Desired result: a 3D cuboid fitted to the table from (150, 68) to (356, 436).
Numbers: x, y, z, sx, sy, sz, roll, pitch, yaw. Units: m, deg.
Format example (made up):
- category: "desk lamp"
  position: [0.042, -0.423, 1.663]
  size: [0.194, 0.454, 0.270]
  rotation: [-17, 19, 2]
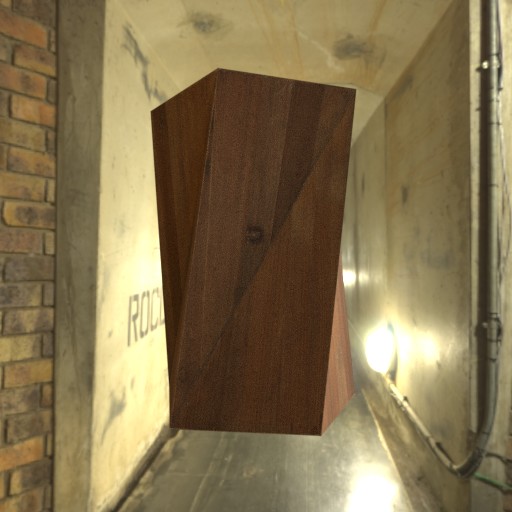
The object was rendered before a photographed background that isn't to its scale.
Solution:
- category: "table"
  position: [0.000, 0.000, 0.924]
  size: [0.441, 0.604, 0.425]
  rotation: [-1, -1, 36]
